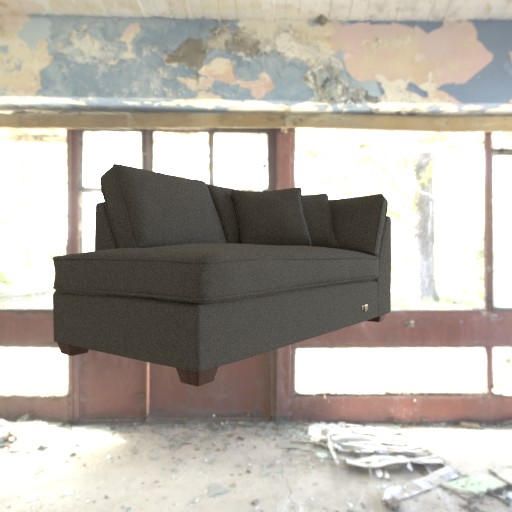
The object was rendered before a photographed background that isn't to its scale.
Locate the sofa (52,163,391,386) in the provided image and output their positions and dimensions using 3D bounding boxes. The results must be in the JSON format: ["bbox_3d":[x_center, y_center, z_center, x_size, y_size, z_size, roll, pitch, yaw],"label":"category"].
[{"bbox_3d":[0.000,0.000,2.916,1.110,1.033,2.237,0,1,36],"label":"sofa"}]
